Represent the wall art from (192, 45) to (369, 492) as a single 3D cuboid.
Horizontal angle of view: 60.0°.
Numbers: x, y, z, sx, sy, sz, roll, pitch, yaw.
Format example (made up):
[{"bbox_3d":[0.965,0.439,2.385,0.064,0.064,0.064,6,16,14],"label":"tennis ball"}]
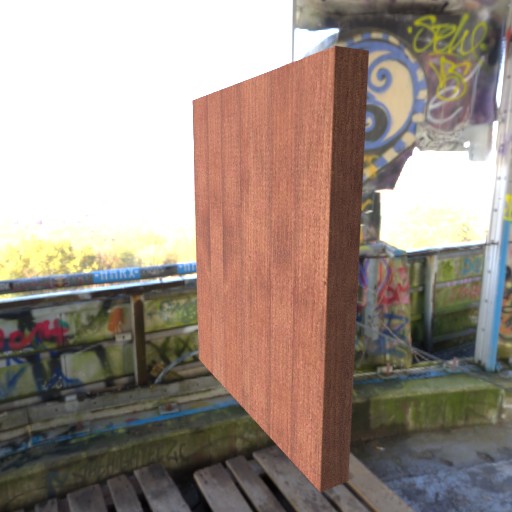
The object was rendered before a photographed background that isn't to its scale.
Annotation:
[{"bbox_3d":[0.000,0.000,0.607,0.039,0.449,0.377,-6,13,-27],"label":"wall art"}]
